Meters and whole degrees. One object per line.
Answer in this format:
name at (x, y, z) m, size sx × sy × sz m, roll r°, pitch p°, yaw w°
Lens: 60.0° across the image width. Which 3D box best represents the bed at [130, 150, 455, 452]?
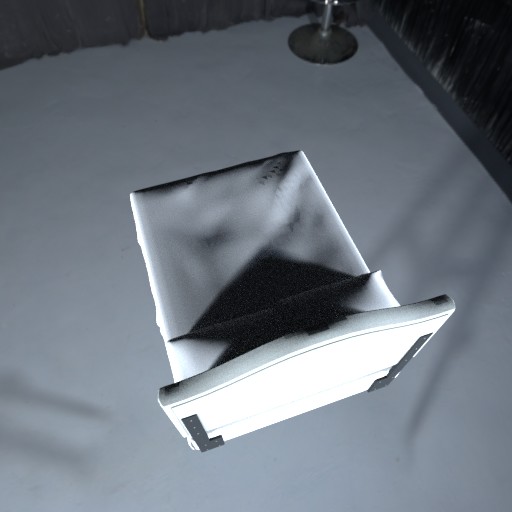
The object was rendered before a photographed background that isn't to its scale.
bed at (0.000, 0.000, 3.441) m, size 1.813 × 1.607 × 2.180 m, roll -16°, pitch 59°, yaw -10°
